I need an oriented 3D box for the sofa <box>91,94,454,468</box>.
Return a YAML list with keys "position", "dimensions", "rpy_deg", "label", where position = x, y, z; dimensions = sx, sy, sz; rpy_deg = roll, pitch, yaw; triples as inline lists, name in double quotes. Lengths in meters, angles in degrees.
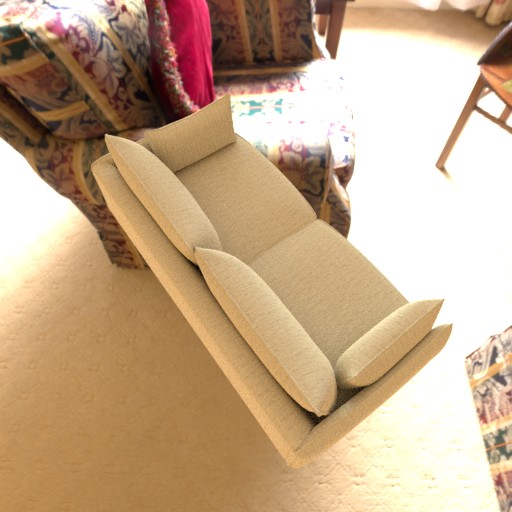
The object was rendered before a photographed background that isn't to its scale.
- position: [0.000, 0.000, 2.472]
  dimensions: [0.991, 0.860, 1.989]
  rpy_deg: [-32, 64, -18]
  label: "sofa"
